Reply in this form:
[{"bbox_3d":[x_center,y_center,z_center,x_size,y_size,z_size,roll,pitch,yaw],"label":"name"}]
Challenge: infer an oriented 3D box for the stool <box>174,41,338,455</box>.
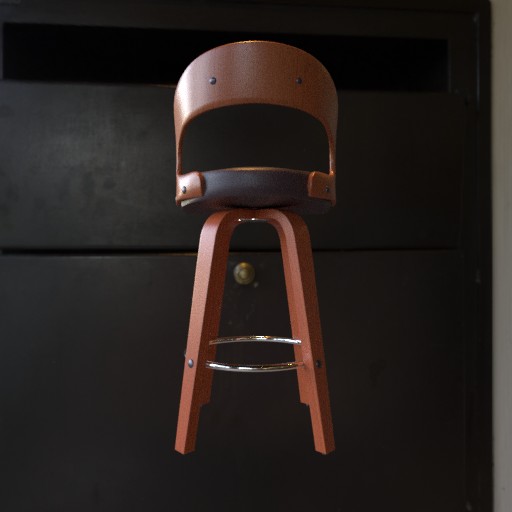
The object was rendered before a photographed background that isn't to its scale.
[{"bbox_3d":[0.000,0.000,1.191,0.457,0.940,0.457,0,0,0],"label":"stool"}]
